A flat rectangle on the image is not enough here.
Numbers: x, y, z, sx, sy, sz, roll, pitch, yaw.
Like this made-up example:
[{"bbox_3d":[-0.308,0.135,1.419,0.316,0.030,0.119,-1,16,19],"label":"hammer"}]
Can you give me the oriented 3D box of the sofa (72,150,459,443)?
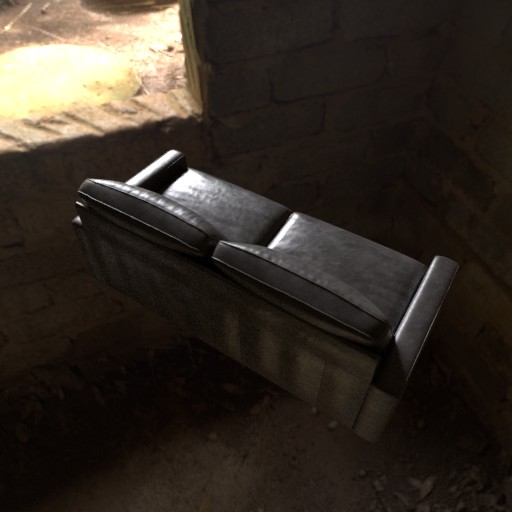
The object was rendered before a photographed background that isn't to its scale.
[{"bbox_3d":[0.000,0.000,2.610,2.081,0.916,0.939,25,51,22],"label":"sofa"}]
